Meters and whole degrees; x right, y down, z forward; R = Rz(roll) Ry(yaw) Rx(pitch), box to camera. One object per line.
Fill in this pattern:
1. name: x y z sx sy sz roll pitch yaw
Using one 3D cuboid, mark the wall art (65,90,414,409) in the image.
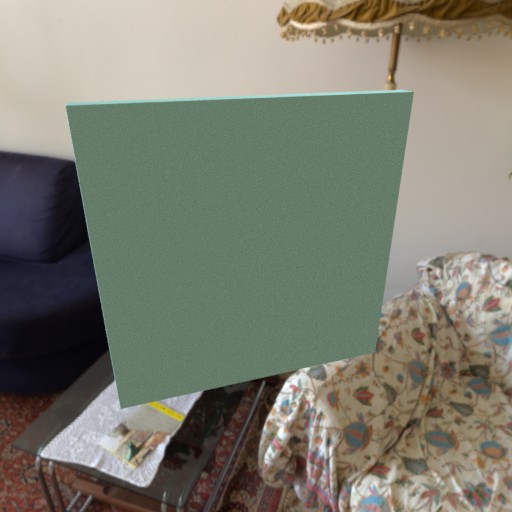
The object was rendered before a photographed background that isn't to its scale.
1. wall art: 0.000 0.000 0.885 0.603 0.603 0.036 -8 27 -16
